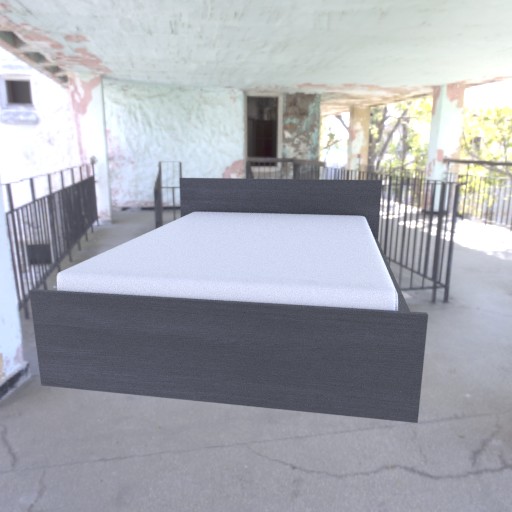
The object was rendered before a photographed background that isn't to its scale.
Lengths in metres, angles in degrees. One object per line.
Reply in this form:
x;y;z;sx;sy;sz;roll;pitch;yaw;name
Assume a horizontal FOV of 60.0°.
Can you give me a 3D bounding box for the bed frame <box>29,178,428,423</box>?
0.000;0.000;2.704;1.622;0.800;1.960;2;14;10;bed frame
